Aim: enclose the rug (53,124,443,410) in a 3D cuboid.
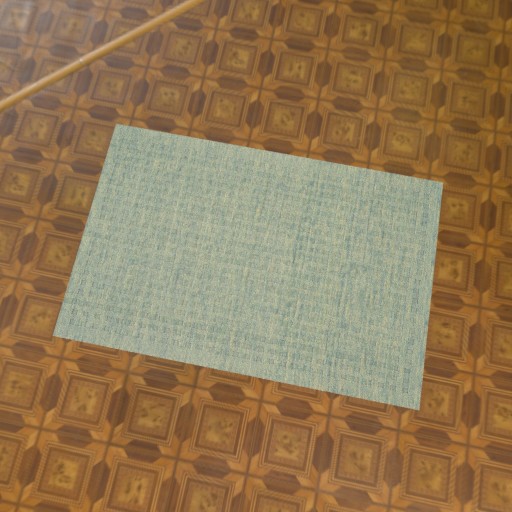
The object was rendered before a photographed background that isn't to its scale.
[{"bbox_3d":[0.000,0.000,2.208,1.752,0.006,1.142,11,77,3],"label":"rug"}]
